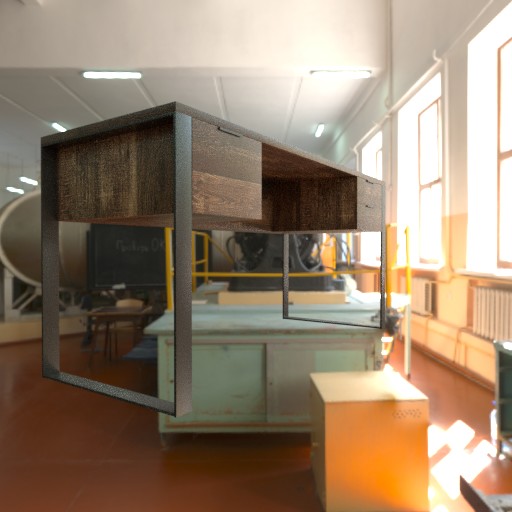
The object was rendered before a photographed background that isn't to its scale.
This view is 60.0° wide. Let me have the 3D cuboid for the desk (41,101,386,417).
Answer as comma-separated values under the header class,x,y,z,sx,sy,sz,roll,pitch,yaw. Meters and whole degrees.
class,x,y,z,sx,sy,sz,roll,pitch,yaw
desk,0.000,0.000,1.861,0.599,0.762,1.524,0,1,35
